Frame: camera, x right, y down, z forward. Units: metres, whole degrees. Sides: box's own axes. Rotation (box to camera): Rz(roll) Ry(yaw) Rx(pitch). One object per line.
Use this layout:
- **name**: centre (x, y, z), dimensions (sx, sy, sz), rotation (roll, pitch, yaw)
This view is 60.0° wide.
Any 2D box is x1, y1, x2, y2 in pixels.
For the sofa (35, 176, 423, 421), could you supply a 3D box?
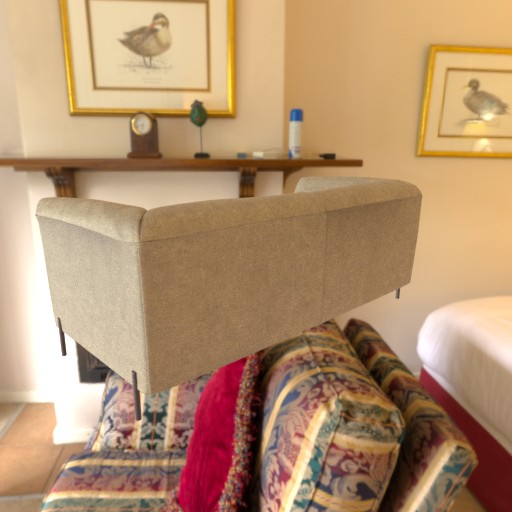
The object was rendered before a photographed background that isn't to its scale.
- **sofa**: centre (0.000, 0.000, 2.334), dimensions (1.878, 0.747, 0.905), rotation (-13, 19, -42)
